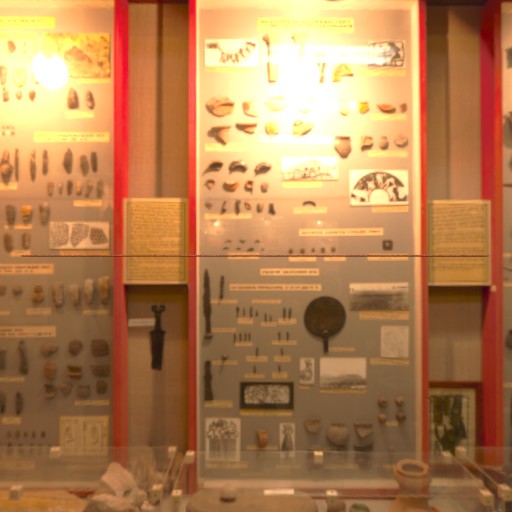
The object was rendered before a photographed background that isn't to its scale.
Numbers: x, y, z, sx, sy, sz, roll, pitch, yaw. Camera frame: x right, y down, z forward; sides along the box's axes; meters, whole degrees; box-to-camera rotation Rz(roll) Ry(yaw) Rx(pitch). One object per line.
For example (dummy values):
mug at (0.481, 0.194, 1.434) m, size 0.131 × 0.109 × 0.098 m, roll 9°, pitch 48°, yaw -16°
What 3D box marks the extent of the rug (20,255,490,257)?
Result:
rug at (0.000, 0.000, 2.768) m, size 2.112 × 0.009 × 1.594 m, roll 0°, pitch 0°, yaw 1°
